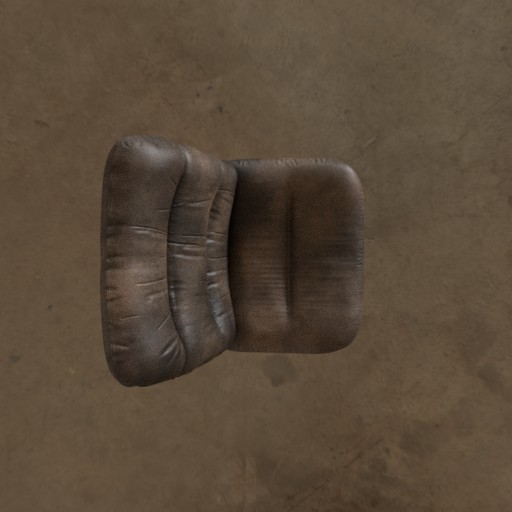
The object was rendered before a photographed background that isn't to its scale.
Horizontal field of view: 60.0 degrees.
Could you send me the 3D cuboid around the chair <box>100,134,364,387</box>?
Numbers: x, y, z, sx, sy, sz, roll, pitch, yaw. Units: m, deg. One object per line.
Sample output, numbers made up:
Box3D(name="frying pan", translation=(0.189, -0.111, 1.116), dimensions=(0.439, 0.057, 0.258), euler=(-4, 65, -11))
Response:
Box3D(name="chair", translation=(0.000, 0.000, 1.266), dimensions=(0.622, 0.870, 0.549), euler=(0, 92, -1))
